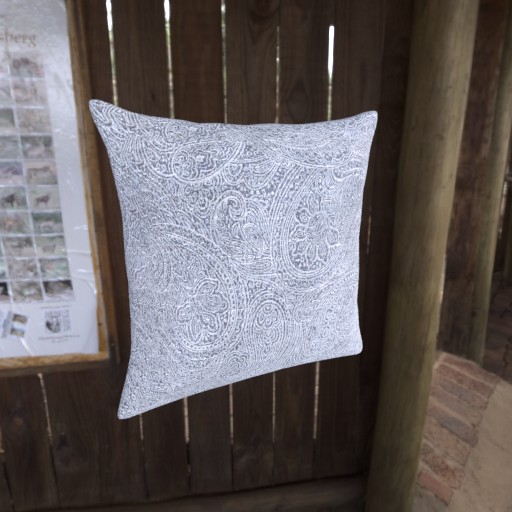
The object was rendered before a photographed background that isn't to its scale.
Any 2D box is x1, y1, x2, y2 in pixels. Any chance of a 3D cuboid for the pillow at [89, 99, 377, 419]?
[{"bbox_3d":[0.000,0.000,0.794,0.523,0.510,0.166,-7,16,-26],"label":"pillow"}]
